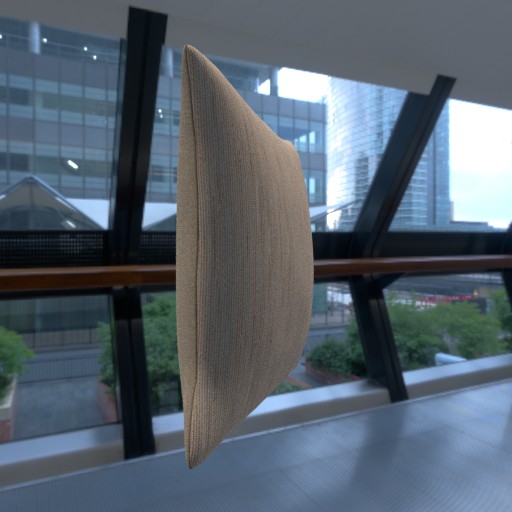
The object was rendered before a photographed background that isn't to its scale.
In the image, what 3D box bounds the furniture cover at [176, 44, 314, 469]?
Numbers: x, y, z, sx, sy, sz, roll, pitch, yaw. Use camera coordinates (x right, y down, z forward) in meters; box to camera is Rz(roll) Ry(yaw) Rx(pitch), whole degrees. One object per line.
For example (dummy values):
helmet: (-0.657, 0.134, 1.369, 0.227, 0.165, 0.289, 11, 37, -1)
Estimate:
furniture cover: (0.000, 0.000, 0.763, 0.178, 0.506, 0.512, 0, 0, 19)
